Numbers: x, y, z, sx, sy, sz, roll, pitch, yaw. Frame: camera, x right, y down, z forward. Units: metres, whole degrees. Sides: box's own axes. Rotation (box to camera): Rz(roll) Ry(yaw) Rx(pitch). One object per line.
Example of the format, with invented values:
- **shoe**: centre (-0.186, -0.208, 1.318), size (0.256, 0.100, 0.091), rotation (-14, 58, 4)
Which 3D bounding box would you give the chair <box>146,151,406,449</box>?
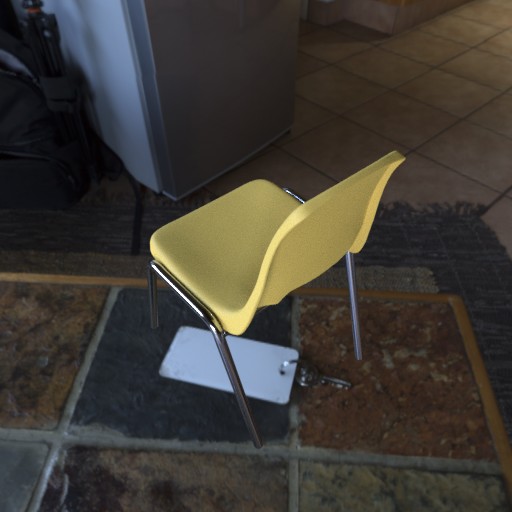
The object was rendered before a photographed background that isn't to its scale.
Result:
- **chair**: centre (0.000, 0.000, 0.921), size (0.381, 0.653, 0.436), rotation (-32, 55, -26)
